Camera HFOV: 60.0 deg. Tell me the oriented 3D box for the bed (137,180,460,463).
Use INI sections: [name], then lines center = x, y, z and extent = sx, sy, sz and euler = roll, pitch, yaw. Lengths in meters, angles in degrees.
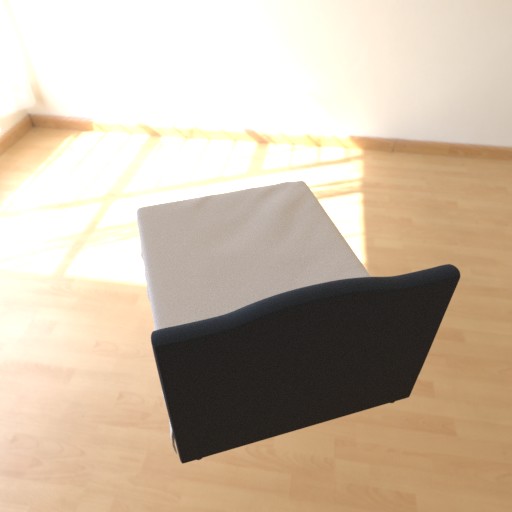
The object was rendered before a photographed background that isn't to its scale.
[bed]
center = 0.000, 0.000, 3.491
extent = 1.821, 1.436, 2.282
euler = -11, 43, -12
